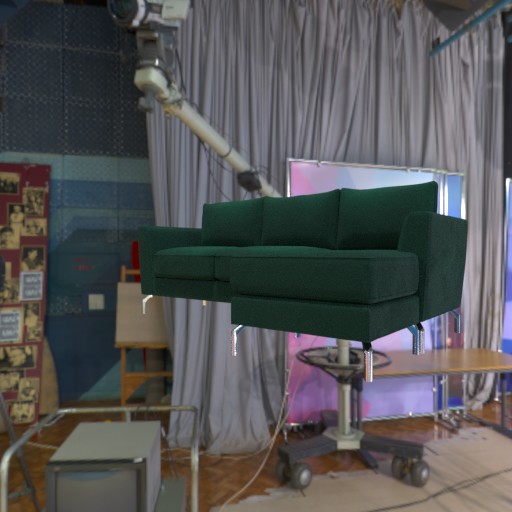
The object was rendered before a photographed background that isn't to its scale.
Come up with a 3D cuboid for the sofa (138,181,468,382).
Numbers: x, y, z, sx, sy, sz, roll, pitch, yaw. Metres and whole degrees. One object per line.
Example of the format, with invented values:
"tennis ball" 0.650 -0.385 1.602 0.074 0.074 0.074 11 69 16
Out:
"sofa" 0.000 0.000 3.122 2.441 1.007 1.489 1 1 38
